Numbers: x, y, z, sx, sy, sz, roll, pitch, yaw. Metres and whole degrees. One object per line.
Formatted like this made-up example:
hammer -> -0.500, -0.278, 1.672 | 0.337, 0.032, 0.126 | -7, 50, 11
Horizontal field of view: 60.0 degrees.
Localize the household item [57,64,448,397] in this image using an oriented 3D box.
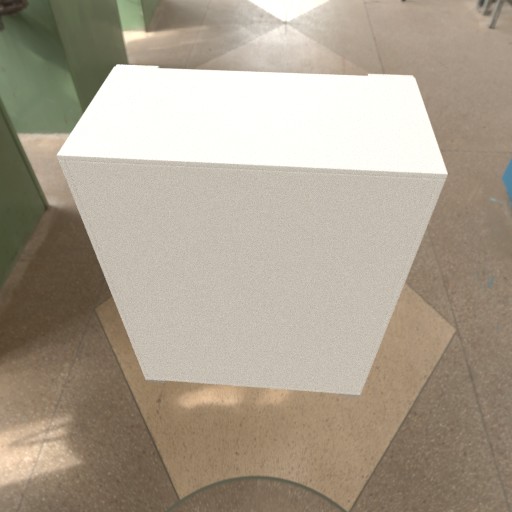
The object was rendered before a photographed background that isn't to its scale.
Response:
household item -> 0.000, 0.000, 1.405 | 0.790, 1.010, 0.420 | 3, 48, 3
